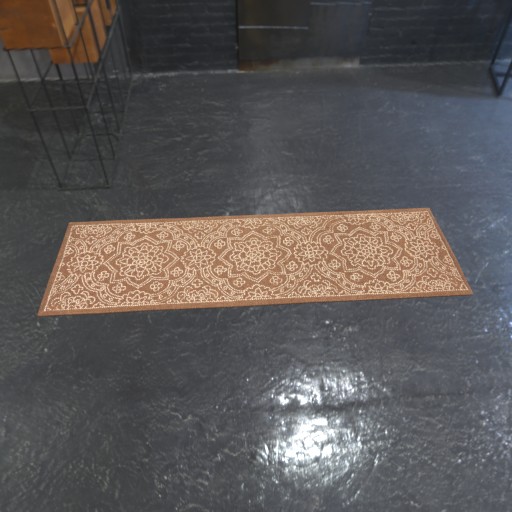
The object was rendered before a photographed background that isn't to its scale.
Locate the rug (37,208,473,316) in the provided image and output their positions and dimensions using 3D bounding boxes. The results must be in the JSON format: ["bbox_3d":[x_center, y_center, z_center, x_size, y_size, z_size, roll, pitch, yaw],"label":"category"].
[{"bbox_3d":[0.000,0.000,2.737,2.448,0.012,0.769,-3,46,-2],"label":"rug"}]
